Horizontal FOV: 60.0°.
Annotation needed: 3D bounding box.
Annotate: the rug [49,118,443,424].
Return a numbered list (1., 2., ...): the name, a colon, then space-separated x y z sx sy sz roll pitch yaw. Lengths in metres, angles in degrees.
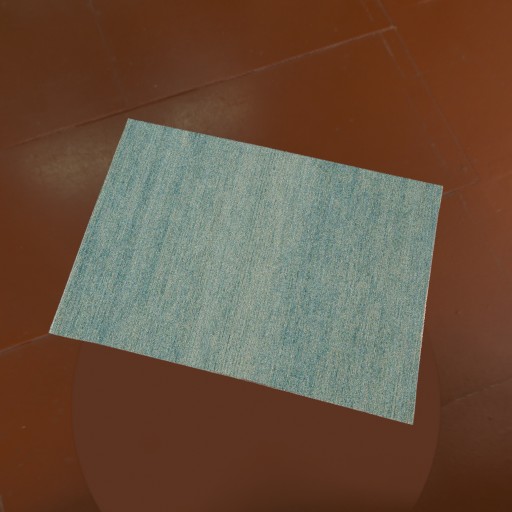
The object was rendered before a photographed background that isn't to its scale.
1. rug: 0.000 0.000 2.924 2.305 0.029 1.593 13 74 4
